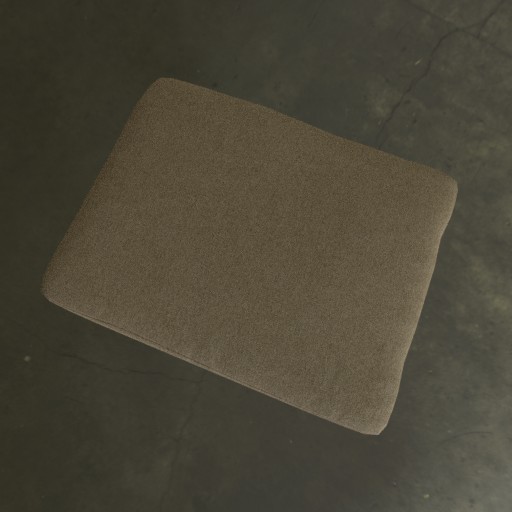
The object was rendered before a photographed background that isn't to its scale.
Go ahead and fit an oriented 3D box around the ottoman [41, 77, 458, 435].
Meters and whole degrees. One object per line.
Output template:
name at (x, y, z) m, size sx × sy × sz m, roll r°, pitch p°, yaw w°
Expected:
ottoman at (0.000, 0.000, 1.290) m, size 0.889 × 0.511 × 0.692 m, roll 21°, pitch 75°, yaw 6°
